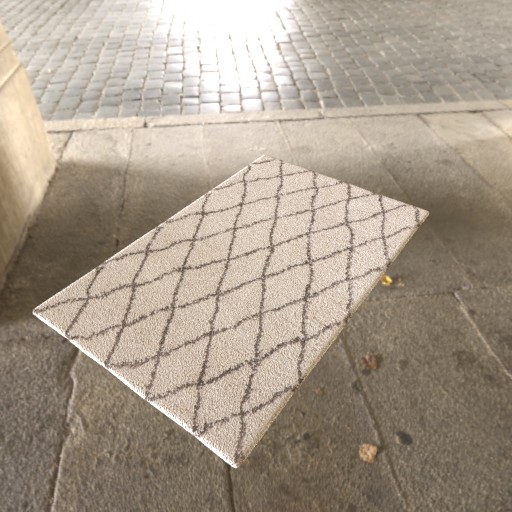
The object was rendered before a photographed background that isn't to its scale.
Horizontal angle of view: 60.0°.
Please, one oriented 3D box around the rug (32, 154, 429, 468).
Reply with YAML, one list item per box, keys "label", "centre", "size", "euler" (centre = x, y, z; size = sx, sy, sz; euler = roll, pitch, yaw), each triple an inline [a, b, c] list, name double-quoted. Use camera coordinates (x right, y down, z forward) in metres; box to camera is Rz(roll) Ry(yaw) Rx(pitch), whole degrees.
- label: "rug"
  centre: [0.000, 0.000, 3.449]
  size: [1.778, 0.030, 2.743]
  euler: [26, 47, 27]
